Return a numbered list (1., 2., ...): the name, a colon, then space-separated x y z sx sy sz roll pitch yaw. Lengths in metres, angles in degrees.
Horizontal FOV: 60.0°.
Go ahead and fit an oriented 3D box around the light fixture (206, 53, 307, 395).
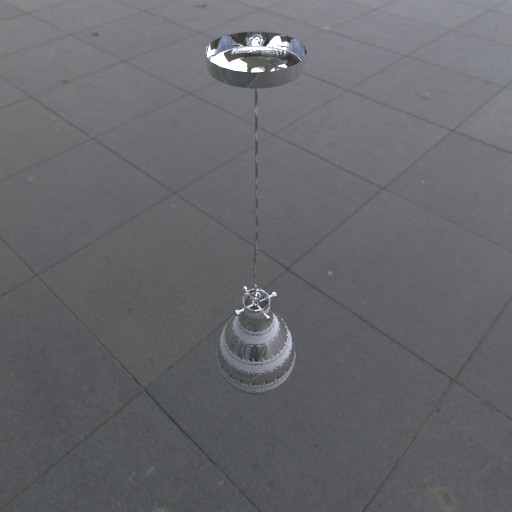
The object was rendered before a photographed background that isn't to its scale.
1. light fixture: 0.000 0.000 1.613 0.374 1.457 0.374 -24 51 -21
